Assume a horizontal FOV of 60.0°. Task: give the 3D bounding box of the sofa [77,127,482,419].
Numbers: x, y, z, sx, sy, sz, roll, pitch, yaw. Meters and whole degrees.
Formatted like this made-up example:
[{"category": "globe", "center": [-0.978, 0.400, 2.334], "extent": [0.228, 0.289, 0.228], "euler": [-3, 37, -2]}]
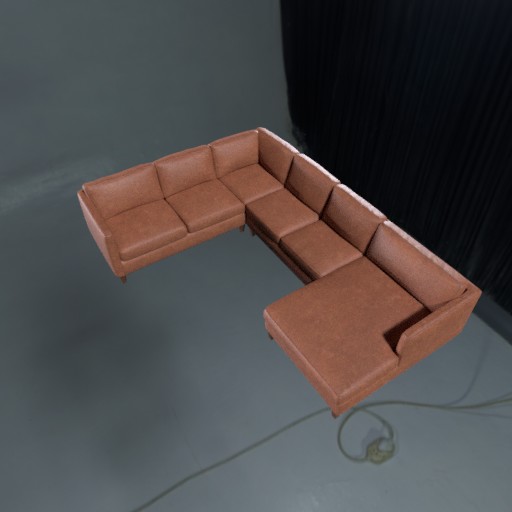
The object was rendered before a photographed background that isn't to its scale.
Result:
[{"category": "sofa", "center": [0.000, 0.000, 4.607], "extent": [2.593, 0.923, 3.460], "euler": [-25, 50, -23]}]
